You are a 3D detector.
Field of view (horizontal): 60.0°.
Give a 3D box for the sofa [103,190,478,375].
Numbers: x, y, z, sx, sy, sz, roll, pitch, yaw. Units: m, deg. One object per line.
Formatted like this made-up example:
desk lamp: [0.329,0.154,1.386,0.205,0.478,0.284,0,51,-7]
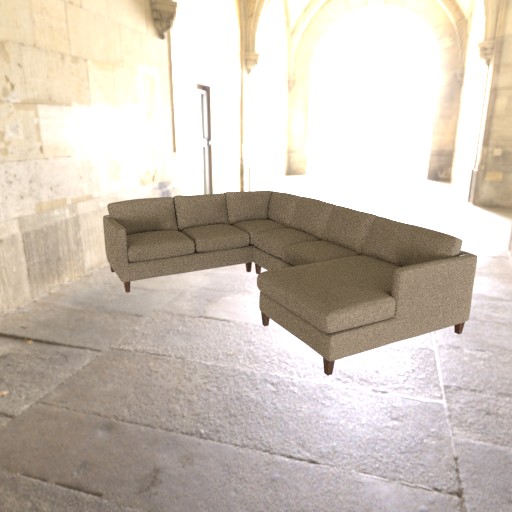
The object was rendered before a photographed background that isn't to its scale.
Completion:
sofa: [0.000,0.000,4.763,2.593,0.959,3.460,-9,18,-27]
